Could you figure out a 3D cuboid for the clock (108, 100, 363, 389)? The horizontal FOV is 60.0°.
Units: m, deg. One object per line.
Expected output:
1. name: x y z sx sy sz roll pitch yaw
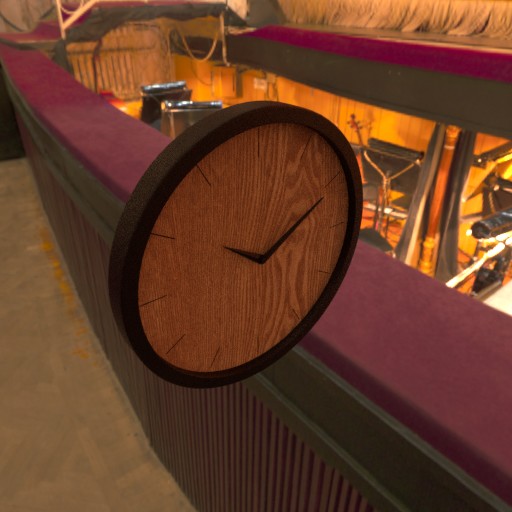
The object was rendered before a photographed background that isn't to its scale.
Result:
1. clock: 0.000 0.000 0.473 0.314 0.314 0.029 -22 37 -33
